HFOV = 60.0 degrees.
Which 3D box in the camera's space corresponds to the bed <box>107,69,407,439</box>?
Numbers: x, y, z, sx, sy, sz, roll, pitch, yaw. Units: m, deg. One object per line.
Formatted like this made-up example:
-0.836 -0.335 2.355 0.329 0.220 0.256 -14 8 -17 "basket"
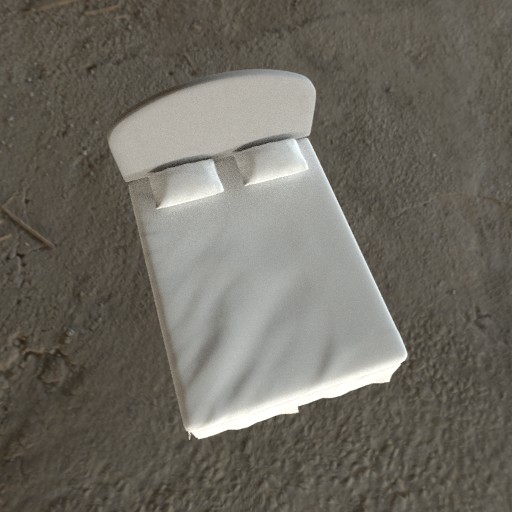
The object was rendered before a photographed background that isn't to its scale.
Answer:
0.000 0.000 3.059 1.607 1.410 2.005 -16 66 -7 "bed"
